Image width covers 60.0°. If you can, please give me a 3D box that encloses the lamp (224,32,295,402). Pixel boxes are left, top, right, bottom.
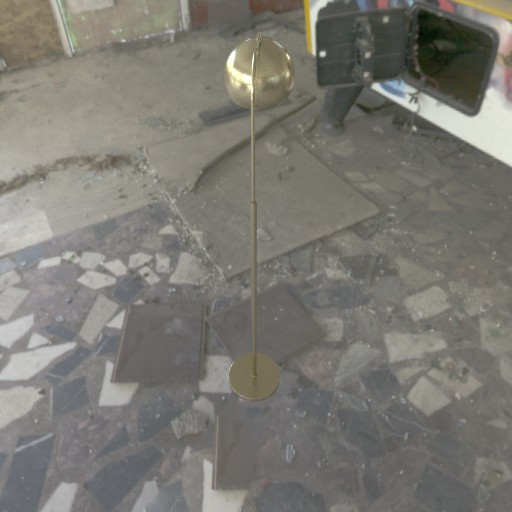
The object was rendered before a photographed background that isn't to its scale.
[{"bbox_3d":[0.000,0.000,1.683,0.250,1.526,0.431,4,46,4],"label":"lamp"}]
